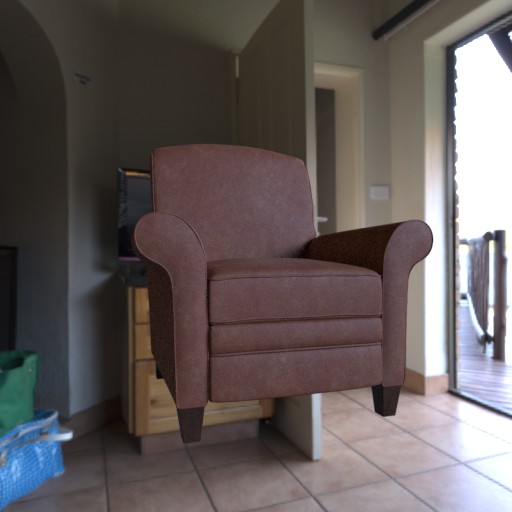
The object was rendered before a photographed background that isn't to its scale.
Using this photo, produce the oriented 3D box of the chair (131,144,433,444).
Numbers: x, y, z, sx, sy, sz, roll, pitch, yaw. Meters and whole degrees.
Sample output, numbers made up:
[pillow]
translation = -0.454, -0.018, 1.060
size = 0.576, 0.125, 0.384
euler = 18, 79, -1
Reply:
[chair]
translation = 0.000, 0.000, 1.752
size = 0.978, 1.061, 0.902
euler = 0, 0, -18
